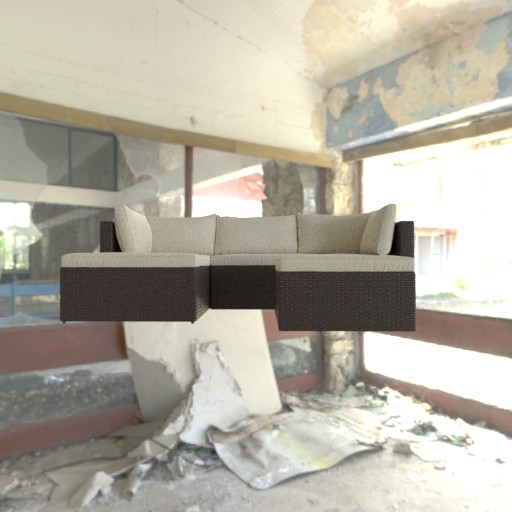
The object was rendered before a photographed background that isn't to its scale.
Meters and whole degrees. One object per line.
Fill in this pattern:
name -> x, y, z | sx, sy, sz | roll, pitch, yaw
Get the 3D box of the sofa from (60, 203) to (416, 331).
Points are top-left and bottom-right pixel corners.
sofa -> 0.000, 0.000, 2.972 | 2.192, 0.766, 1.612 | 0, 0, 1
